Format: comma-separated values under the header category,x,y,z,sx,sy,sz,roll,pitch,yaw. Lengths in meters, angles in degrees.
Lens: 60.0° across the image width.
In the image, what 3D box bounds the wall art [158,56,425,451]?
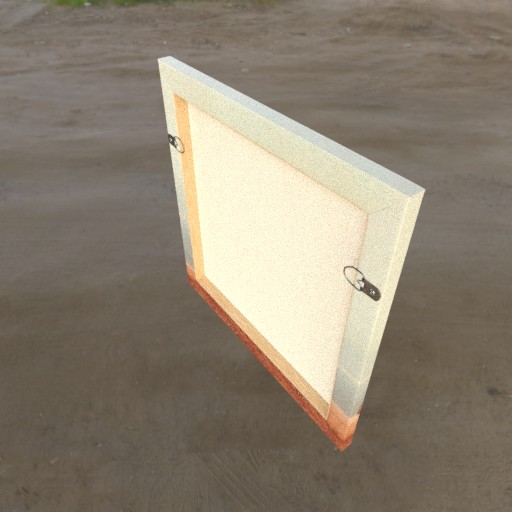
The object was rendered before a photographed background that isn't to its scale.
category,x,y,z,sx,sy,sz,roll,pitch,yaw
wall art,0.000,0.000,0.589,0.023,0.405,0.405,-26,47,-27
